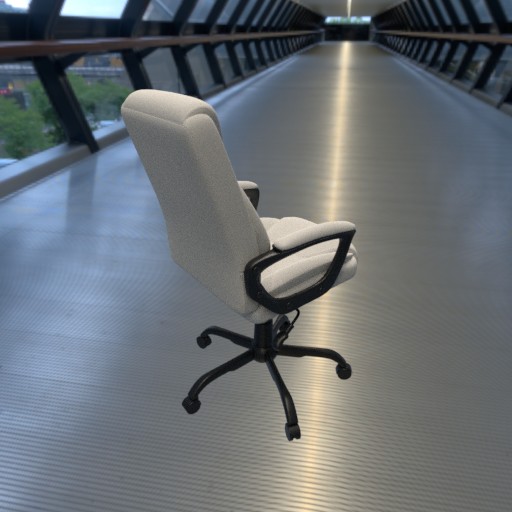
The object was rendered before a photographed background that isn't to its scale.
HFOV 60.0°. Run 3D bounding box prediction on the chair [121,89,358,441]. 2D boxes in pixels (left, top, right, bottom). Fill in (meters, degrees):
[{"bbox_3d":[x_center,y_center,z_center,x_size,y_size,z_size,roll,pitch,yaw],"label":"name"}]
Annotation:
[{"bbox_3d":[0.000,0.000,1.487,0.669,1.065,0.663,-17,31,-31],"label":"chair"}]
